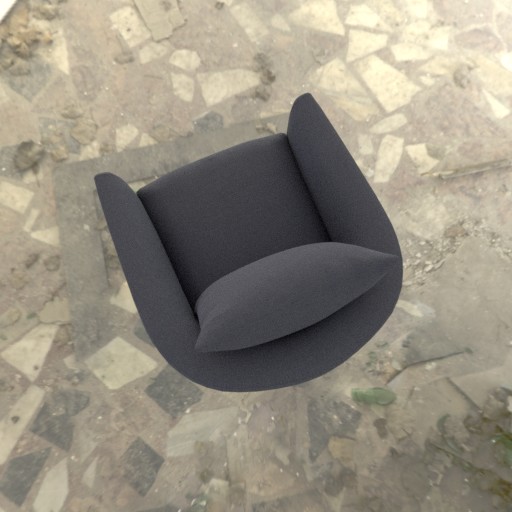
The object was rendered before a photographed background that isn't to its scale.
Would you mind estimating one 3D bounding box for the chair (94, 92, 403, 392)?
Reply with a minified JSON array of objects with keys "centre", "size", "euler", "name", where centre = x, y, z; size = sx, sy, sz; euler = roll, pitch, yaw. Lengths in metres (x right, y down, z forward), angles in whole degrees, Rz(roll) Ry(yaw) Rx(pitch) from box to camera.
[{"centre":[0.000,0.000,1.588],"size":[0.845,0.848,0.910],"euler":[-23,76,-6],"name":"chair"}]
